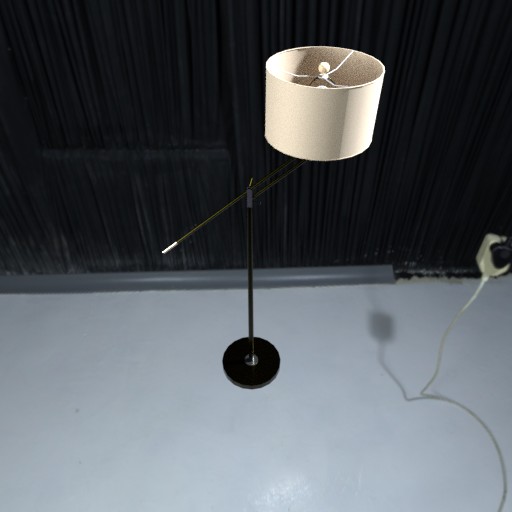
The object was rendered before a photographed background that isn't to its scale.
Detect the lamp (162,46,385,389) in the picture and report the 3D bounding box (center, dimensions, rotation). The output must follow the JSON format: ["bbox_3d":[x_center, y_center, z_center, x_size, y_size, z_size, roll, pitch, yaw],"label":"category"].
[{"bbox_3d":[0.000,0.000,1.948,0.809,1.635,0.373,-1,42,-1],"label":"lamp"}]
